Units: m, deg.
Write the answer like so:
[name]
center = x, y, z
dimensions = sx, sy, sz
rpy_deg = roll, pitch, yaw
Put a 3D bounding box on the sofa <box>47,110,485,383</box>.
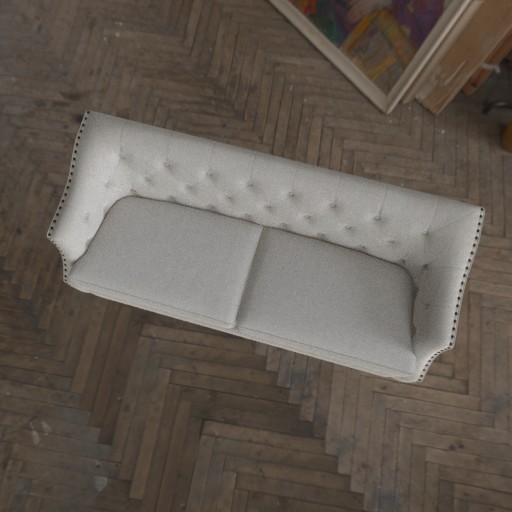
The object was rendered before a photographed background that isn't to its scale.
[sofa]
center = 0.000, 0.000, 2.643
dimensions = 2.235, 0.901, 0.914
rpy_deg = 15, 73, 5
